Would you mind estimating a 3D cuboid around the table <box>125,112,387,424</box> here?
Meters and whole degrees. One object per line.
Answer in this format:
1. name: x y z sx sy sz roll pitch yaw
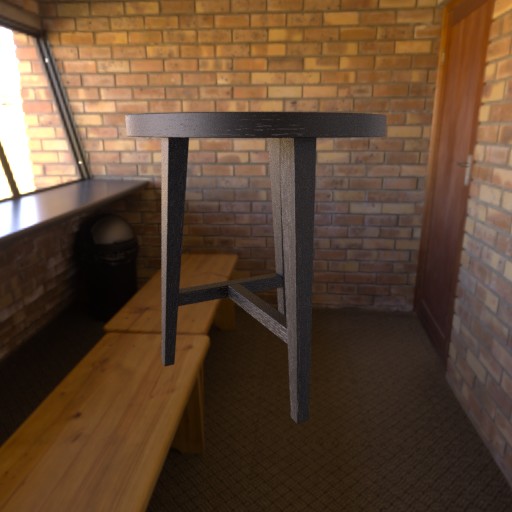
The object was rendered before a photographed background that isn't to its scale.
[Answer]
1. table: 0.000 0.000 0.766 0.399 0.460 0.399 0 16 0
